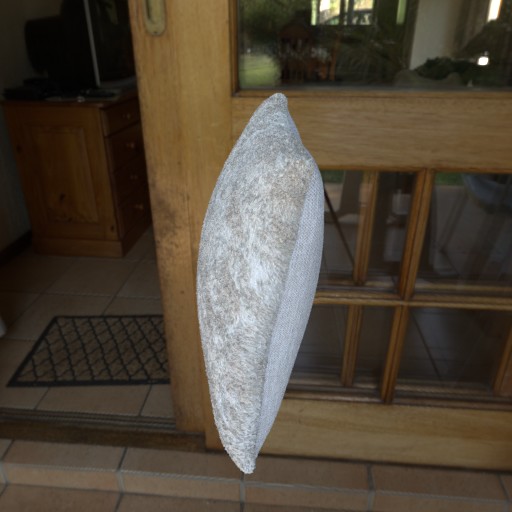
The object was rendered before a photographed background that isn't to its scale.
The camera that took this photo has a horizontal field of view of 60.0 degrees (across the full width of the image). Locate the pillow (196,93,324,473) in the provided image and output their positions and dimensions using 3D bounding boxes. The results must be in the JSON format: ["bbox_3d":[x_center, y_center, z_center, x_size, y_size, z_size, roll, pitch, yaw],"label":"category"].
[{"bbox_3d":[0.000,0.000,0.817,0.218,0.515,0.529,0,27,-1],"label":"pillow"}]
